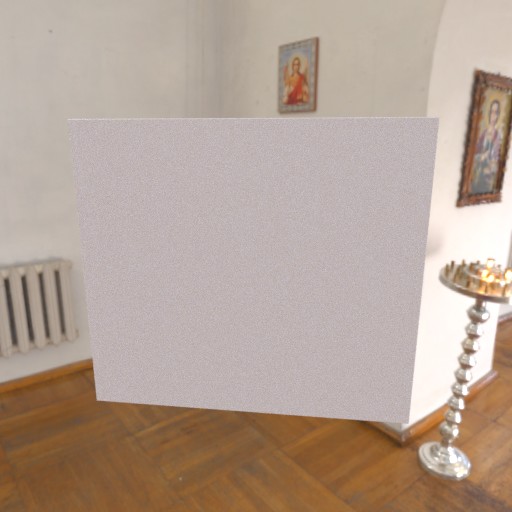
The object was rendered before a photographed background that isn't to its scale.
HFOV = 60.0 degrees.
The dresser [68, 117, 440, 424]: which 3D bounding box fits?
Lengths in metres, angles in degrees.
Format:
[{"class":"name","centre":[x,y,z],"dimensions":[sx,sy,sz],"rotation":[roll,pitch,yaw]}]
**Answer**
[{"class":"dresser","centre":[0.000,0.000,1.275],"dimensions":[0.830,0.740,0.420],"rotation":[2,15,7]}]
